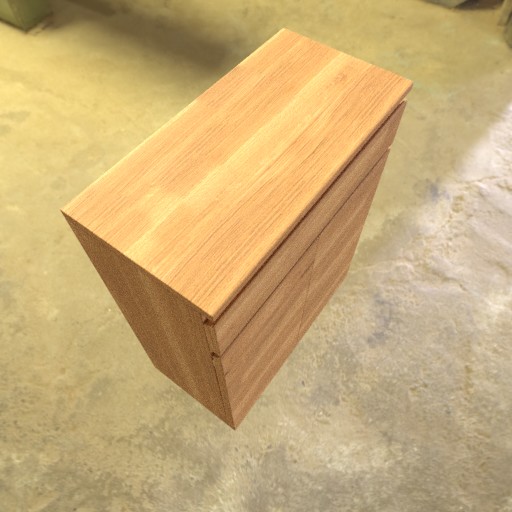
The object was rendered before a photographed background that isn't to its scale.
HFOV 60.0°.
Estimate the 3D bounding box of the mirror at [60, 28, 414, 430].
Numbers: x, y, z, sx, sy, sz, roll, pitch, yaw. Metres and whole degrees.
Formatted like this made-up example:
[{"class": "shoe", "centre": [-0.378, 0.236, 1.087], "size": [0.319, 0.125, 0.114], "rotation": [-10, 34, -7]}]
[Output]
[{"class": "mirror", "centre": [0.000, 0.000, 1.429], "size": [0.400, 1.000, 0.800], "rotation": [32, 63, 18]}]
